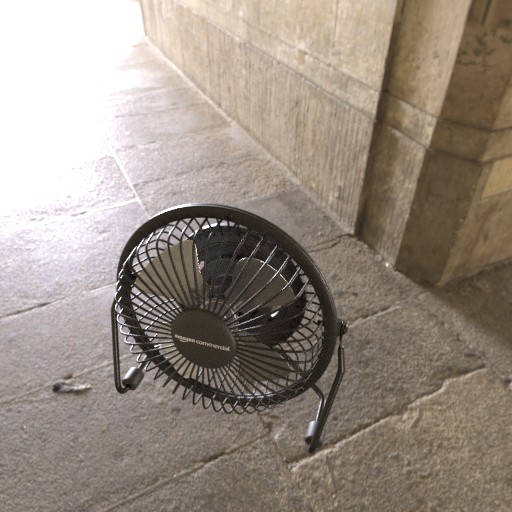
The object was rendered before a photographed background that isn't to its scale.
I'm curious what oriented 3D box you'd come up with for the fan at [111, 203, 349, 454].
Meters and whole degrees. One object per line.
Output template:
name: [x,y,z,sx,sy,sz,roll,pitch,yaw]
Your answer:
fan: [0.000,0.000,0.316,0.153,0.152,0.202,12,42,14]
